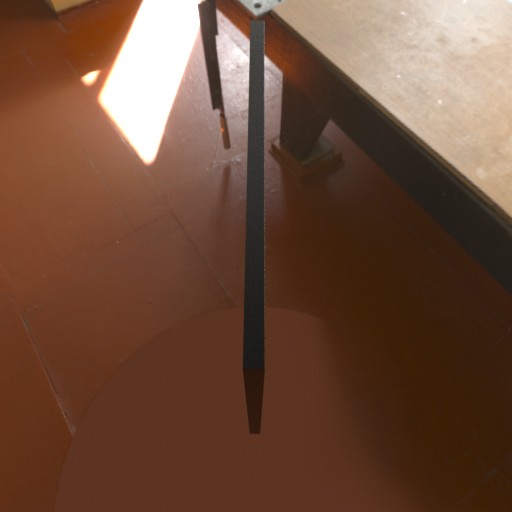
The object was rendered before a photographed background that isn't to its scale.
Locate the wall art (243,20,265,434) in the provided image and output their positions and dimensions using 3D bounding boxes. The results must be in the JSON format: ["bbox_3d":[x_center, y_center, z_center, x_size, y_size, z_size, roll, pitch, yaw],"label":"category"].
[{"bbox_3d":[0.000,0.000,1.145,0.031,0.775,0.773,0,62,0],"label":"wall art"}]
